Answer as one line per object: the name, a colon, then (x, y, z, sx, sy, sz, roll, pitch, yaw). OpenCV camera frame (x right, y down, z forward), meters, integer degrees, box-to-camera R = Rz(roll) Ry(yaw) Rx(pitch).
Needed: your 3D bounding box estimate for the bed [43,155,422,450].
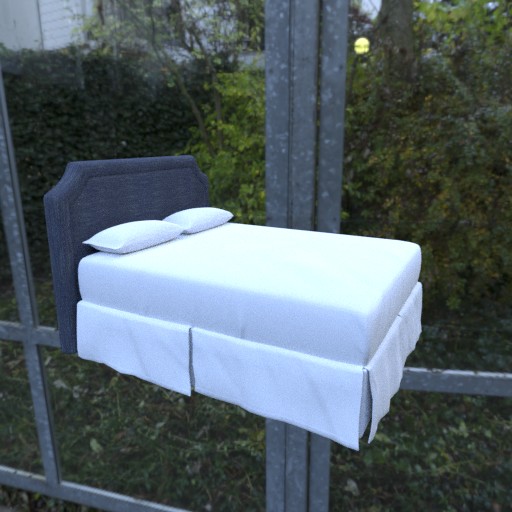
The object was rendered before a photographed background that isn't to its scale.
bed: (0.000, 0.000, 3.080, 2.116, 1.290, 1.693, 8, 17, 27)
